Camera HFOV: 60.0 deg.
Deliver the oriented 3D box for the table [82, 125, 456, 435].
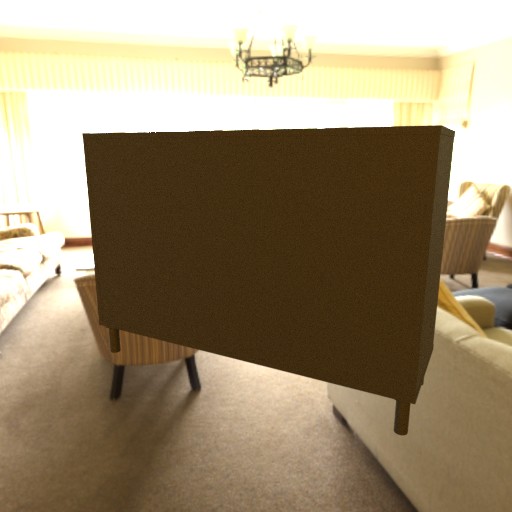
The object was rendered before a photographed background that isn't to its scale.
[{"bbox_3d":[0.000,0.000,1.586,1.200,0.855,0.400,7,15,27],"label":"table"}]
